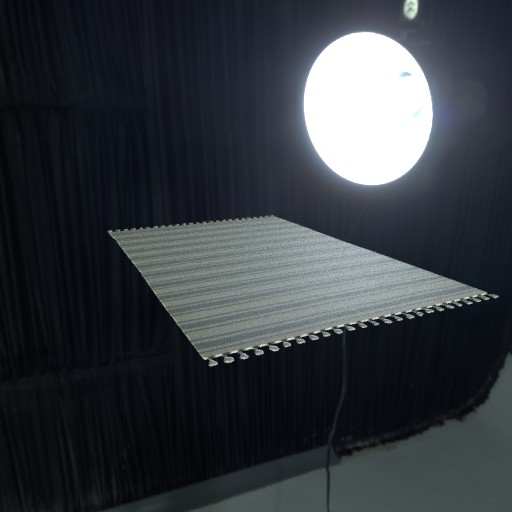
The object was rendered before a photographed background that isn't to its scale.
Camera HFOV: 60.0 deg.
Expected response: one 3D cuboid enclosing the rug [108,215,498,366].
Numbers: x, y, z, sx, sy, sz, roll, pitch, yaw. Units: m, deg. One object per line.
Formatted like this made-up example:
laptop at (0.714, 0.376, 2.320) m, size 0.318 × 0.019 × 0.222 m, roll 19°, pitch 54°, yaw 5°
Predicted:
rug at (0.000, 0.000, 2.930) m, size 1.539 × 0.011 × 2.410 m, roll -8°, pitch 18°, yaw -25°
